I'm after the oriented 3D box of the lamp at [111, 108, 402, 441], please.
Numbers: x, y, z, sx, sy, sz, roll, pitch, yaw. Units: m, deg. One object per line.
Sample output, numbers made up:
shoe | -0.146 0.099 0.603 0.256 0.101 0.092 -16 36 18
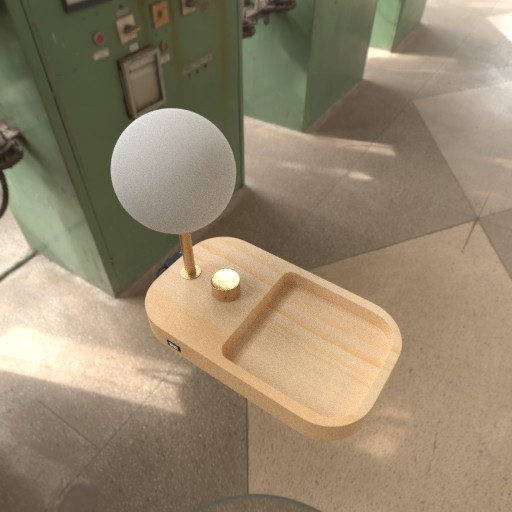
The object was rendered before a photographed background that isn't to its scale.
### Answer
lamp | 0.000 0.000 0.461 0.331 0.253 0.173 26 51 23
